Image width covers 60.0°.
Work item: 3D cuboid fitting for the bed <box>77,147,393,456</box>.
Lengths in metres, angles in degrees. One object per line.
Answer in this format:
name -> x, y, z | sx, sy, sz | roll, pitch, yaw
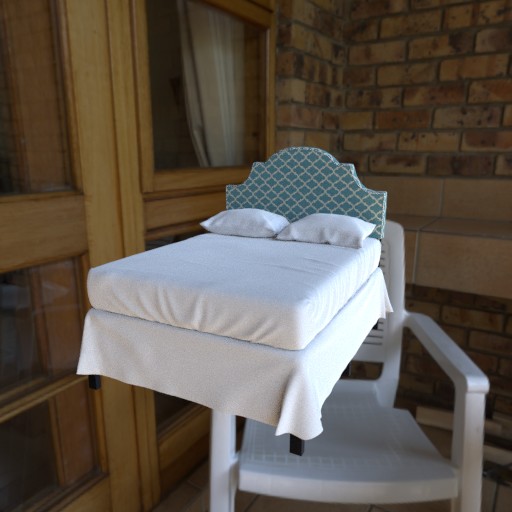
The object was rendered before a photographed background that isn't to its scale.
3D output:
bed -> 0.000, 0.000, 3.405 | 1.780, 1.633, 2.222 | 7, 15, 26
